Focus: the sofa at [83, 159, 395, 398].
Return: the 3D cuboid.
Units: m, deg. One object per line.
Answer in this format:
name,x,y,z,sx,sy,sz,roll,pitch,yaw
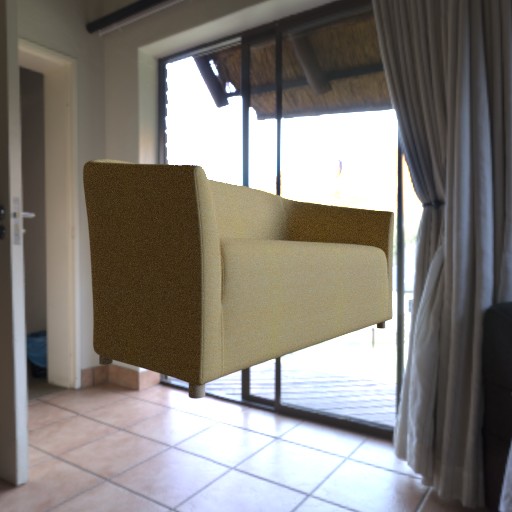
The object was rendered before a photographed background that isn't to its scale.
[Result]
sofa,0.000,0.000,1.851,0.705,0.721,1.452,0,0,36
